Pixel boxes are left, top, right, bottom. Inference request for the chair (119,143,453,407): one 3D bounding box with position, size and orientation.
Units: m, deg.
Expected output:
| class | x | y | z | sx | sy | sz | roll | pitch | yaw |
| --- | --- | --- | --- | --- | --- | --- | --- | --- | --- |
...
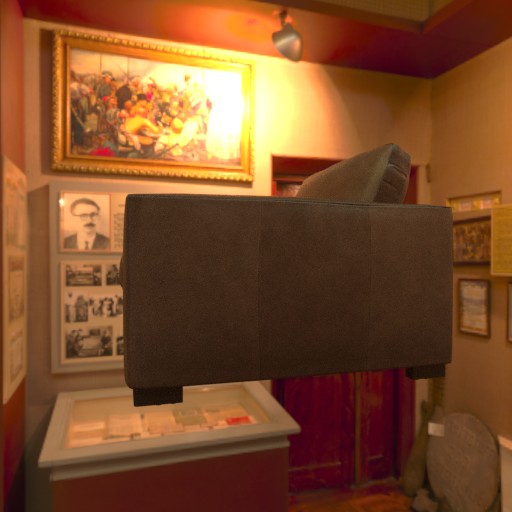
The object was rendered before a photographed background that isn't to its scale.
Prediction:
| class | x | y | z | sx | sy | sz | roll | pitch | yaw |
| --- | --- | --- | --- | --- | --- | --- | --- | --- | --- |
| chair | 0.000 | 0.000 | 1.811 | 1.069 | 0.812 | 1.100 | 0 | 0 | -17 |
